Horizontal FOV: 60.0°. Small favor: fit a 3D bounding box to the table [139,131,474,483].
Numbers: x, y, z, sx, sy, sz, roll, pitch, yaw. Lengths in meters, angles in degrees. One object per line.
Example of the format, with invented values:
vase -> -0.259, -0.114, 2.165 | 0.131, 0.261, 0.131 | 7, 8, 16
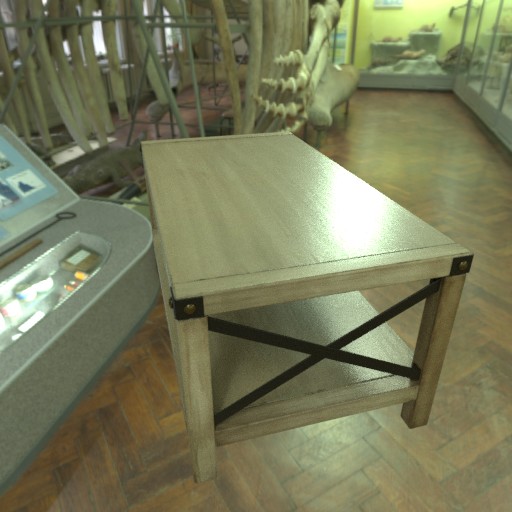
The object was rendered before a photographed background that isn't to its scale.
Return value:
table -> 0.000, 0.000, 1.272 | 0.559, 0.456, 1.016 | -8, 29, -14
